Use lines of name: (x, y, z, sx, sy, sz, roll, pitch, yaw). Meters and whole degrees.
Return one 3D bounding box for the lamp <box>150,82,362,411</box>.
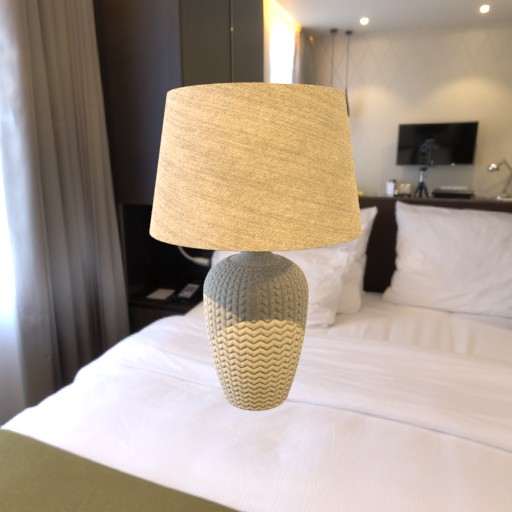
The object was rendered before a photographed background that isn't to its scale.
lamp: (0.000, 0.000, 0.846, 0.390, 0.580, 0.390, 0, 13, 0)
